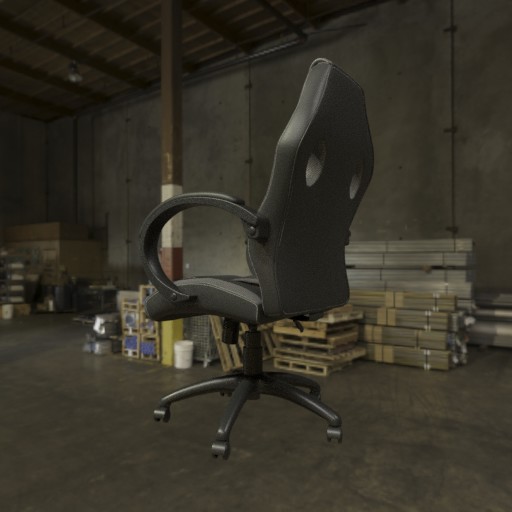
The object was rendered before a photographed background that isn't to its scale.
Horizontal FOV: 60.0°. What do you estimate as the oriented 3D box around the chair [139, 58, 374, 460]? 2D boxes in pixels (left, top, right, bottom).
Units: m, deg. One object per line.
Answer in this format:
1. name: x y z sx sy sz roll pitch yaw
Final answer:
1. chair: 0.000 0.000 1.599 0.724 1.187 0.673 -1 -1 35
